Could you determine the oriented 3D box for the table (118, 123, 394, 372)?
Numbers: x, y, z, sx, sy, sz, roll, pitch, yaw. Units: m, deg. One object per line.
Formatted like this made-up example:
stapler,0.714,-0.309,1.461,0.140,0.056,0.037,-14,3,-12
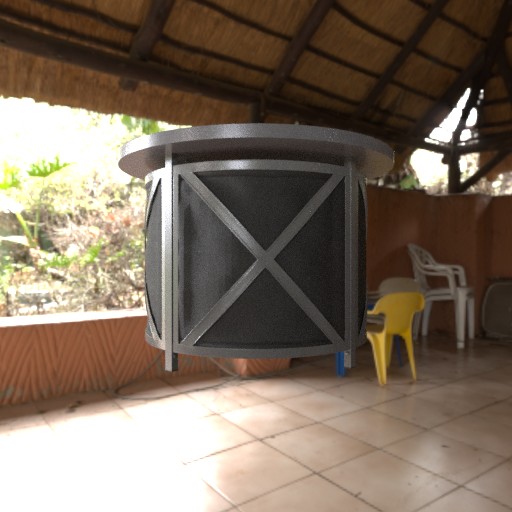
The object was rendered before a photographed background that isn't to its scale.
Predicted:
table,0.000,0.000,1.538,0.914,0.650,0.914,0,0,0
